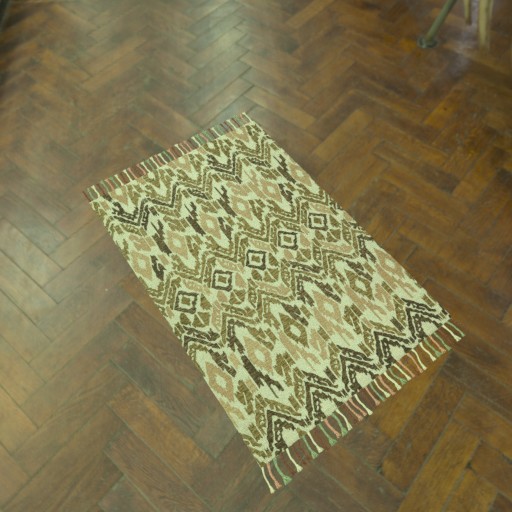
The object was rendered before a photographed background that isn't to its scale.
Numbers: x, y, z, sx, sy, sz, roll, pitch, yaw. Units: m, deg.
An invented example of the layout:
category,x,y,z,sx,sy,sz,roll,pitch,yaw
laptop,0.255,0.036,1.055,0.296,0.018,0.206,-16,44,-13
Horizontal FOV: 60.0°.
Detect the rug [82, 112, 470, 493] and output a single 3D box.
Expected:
category,x,y,z,sx,sy,sz,roll,pitch,yaw
rug,0.000,0.000,3.012,1.524,0.008,2.438,-32,64,-17
